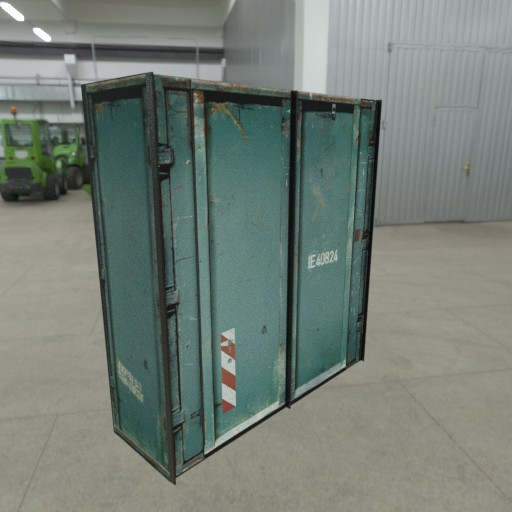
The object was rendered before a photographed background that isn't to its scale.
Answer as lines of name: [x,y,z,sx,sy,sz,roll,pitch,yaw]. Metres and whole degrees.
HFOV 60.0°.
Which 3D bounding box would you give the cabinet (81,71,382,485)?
cabinet: [0.000,0.000,3.120,0.680,2.160,2.000,14,20,42]
